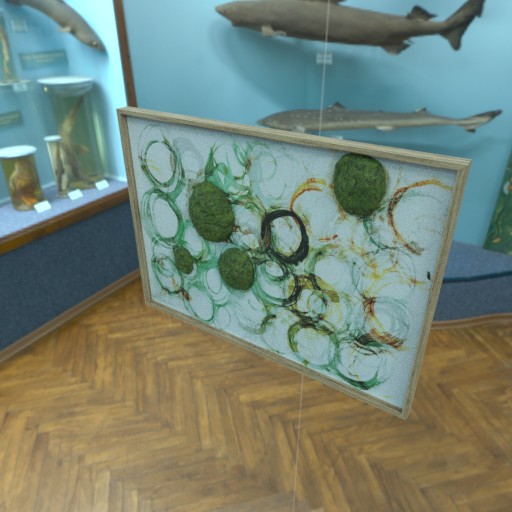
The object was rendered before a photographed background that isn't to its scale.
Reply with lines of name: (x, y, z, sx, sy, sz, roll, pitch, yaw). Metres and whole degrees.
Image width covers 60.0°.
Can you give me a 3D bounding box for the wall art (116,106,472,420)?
wall art: (0.000, 0.000, 1.084, 0.841, 0.609, 0.063, 18, 34, 28)
